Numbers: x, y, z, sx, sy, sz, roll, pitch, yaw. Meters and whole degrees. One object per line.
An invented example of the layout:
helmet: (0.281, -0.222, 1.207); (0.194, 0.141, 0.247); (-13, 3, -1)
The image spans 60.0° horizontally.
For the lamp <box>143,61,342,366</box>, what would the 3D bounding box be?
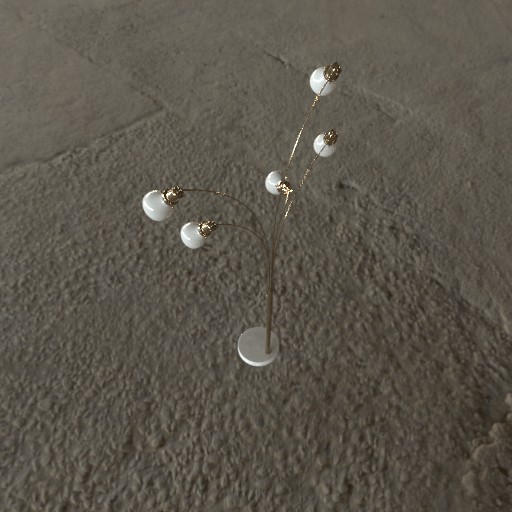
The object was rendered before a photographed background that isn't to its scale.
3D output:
lamp: (0.000, 0.000, 3.009); (1.405, 2.423, 0.361); (-33, 55, -27)
